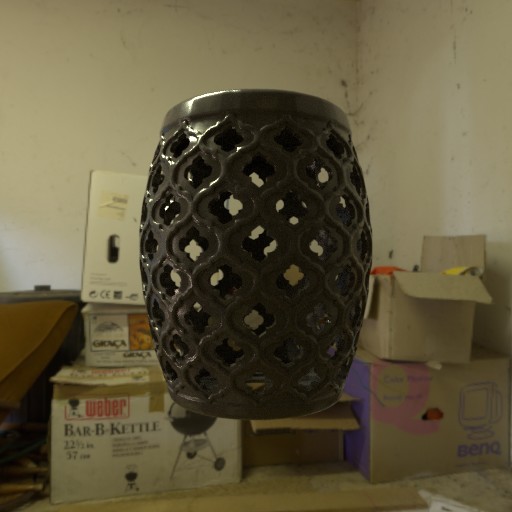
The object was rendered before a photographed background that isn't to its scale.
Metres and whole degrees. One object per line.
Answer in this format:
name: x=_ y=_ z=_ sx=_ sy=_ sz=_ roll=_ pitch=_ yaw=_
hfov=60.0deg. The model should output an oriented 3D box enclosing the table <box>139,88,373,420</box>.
table: x=0.000 y=0.000 z=0.638 sx=0.325 sy=0.388 sz=0.325 roll=0 pitch=-1 yaw=0
